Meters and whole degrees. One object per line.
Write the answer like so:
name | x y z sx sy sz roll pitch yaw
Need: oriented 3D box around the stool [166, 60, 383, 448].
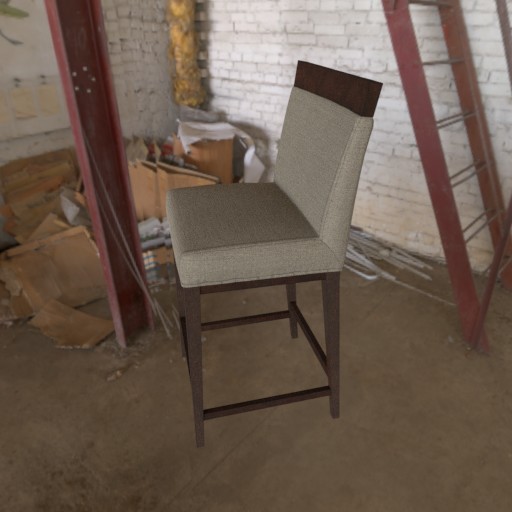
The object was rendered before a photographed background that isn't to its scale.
stool | 0.000 0.000 1.440 0.531 1.117 0.511 -7 30 -12
